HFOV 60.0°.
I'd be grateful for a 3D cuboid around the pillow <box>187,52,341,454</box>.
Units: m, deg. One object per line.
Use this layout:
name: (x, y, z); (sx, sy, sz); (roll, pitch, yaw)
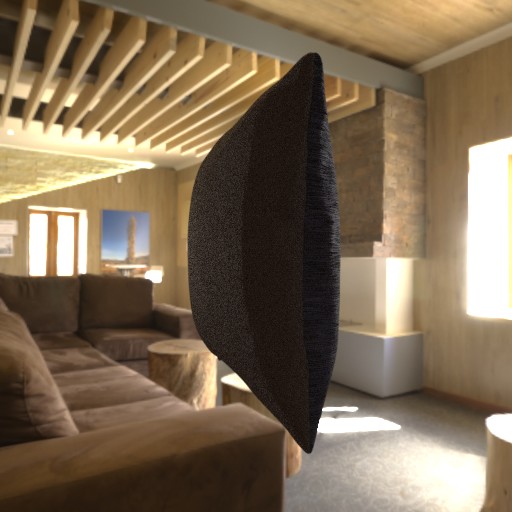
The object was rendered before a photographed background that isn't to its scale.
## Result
pillow: (0.000, 0.000, 0.691); (0.204, 0.439, 0.452); (0, 0, -18)
